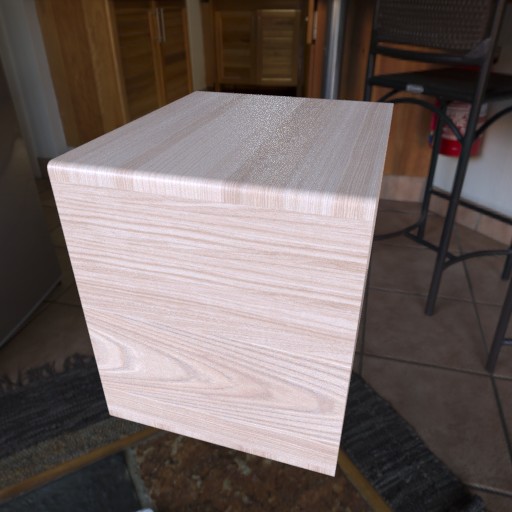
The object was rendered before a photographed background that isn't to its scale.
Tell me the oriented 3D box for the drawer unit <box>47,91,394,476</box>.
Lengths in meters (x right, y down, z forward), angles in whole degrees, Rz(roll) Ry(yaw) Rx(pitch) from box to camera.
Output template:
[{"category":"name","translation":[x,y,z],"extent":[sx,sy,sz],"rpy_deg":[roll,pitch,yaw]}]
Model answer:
[{"category":"drawer unit","translation":[0.000,0.000,0.592],"extent":[0.290,0.344,0.344],"rpy_deg":[9,32,14]}]
